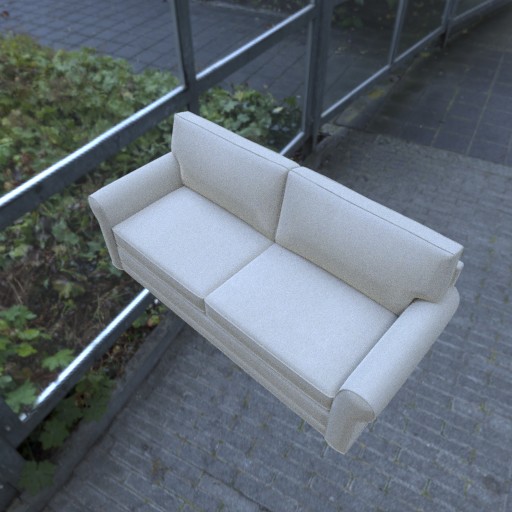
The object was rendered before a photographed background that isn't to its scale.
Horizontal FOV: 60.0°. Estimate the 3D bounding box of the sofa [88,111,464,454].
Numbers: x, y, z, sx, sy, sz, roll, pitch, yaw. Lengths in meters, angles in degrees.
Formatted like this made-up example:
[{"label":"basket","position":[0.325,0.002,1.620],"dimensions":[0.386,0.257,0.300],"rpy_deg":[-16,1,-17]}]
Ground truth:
[{"label":"sofa","position":[0.000,0.000,2.639],"dimensions":[2.146,0.962,0.901],"rpy_deg":[33,54,28]}]
